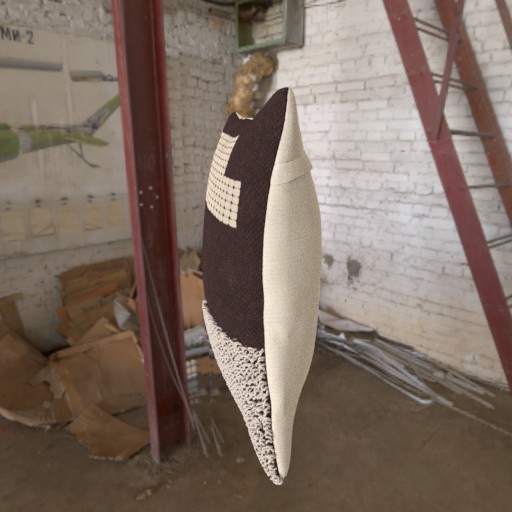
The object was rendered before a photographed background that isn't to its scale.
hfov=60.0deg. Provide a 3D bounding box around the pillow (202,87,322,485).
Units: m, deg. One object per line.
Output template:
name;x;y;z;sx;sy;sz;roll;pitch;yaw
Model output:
pillow;0.000;0.000;0.715;0.178;0.473;0.475;-2;15;-8
